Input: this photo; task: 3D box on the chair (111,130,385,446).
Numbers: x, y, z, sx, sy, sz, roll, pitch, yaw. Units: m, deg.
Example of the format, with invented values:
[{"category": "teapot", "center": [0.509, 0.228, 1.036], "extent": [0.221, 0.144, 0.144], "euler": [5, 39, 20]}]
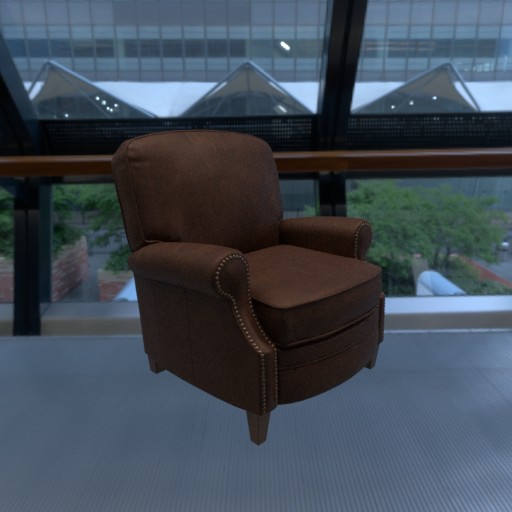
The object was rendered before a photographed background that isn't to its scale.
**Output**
[{"category": "chair", "center": [0.000, 0.000, 1.843], "extent": [0.986, 1.018, 0.936], "euler": [14, 20, 43]}]
